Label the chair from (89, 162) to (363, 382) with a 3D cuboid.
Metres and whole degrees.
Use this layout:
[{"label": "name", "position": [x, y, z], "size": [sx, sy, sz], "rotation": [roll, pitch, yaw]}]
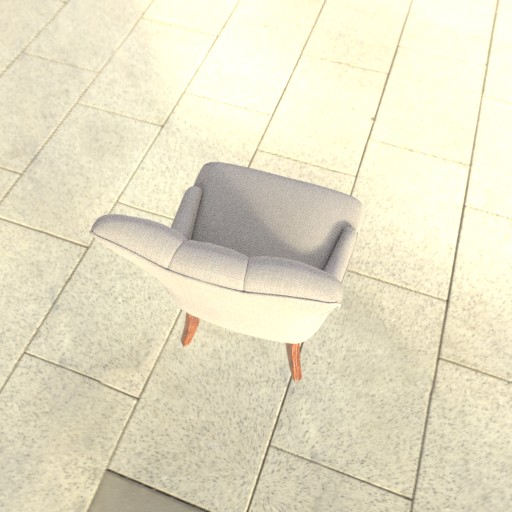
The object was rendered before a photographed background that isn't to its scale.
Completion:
[{"label": "chair", "position": [0.000, 0.000, 1.210], "size": [0.509, 0.874, 0.565], "rotation": [16, 64, 8]}]
